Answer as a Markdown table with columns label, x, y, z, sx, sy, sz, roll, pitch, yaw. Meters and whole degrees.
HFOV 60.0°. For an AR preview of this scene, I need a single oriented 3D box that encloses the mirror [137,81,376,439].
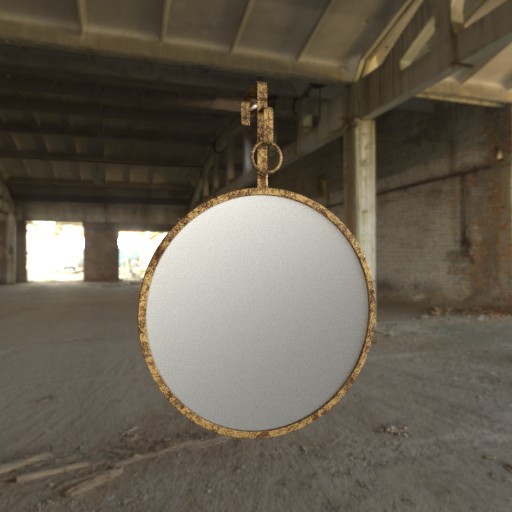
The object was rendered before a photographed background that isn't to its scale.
| label | x | y | z | sx | sy | sz | roll | pitch | yaw |
| --- | --- | --- | --- | --- | --- | --- | --- | --- | --- |
| mirror | 0.000 | 0.000 | 0.855 | 0.447 | 0.651 | 0.144 | 0 | 0 | -18 |
